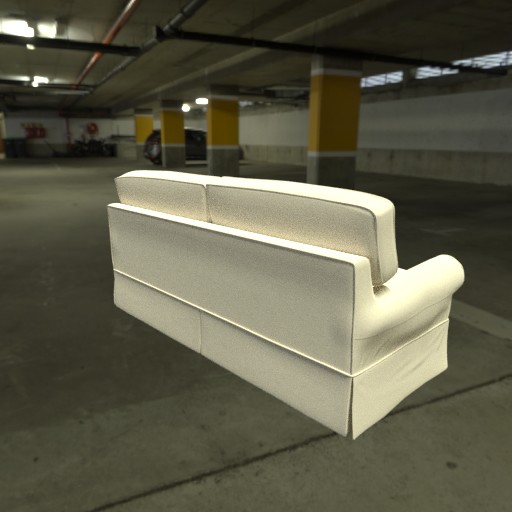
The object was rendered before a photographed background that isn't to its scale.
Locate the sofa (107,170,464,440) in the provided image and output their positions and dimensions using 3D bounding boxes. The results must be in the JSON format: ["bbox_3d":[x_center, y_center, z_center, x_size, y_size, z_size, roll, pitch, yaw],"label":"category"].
[{"bbox_3d":[0.000,0.000,2.533,0.862,0.937,2.021,-14,20,-42],"label":"sofa"}]
